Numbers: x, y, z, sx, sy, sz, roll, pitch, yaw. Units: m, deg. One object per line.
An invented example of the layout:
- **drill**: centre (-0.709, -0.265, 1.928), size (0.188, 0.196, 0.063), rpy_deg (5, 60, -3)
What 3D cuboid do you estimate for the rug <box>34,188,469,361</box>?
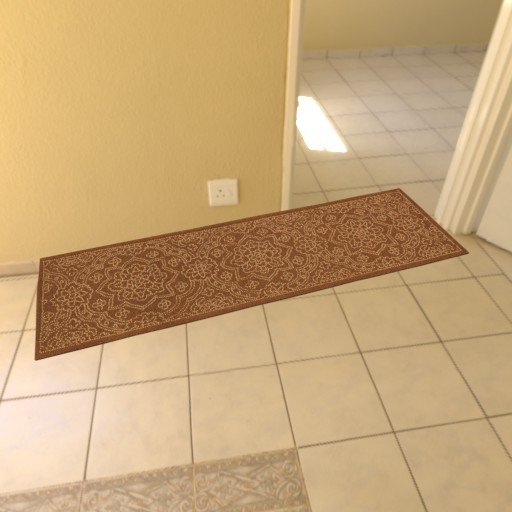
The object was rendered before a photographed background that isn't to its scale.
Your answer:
- **rug**: centre (0.000, 0.000, 2.636), size (2.448, 0.012, 0.769), rpy_deg (-12, 42, -14)
